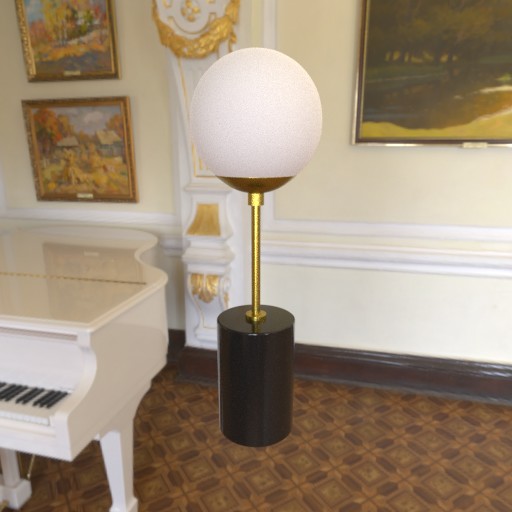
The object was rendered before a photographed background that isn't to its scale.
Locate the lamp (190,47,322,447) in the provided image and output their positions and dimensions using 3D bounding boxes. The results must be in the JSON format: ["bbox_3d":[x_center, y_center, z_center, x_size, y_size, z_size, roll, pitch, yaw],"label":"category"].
[{"bbox_3d":[0.000,0.000,0.557,0.153,0.480,0.153,0,14,0],"label":"lamp"}]
